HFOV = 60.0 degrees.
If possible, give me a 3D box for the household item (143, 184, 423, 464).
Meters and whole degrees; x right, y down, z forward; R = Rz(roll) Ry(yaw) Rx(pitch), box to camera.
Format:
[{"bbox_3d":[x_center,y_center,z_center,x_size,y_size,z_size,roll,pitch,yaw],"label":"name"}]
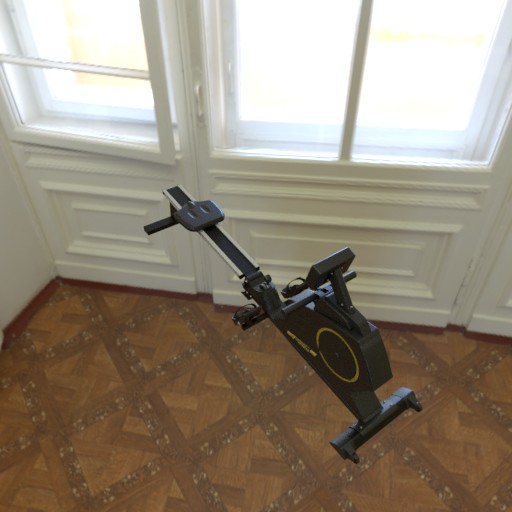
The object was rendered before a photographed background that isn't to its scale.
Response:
[{"bbox_3d":[0.000,0.000,2.607,0.521,0.810,2.251,-25,47,-26],"label":"household item"}]
